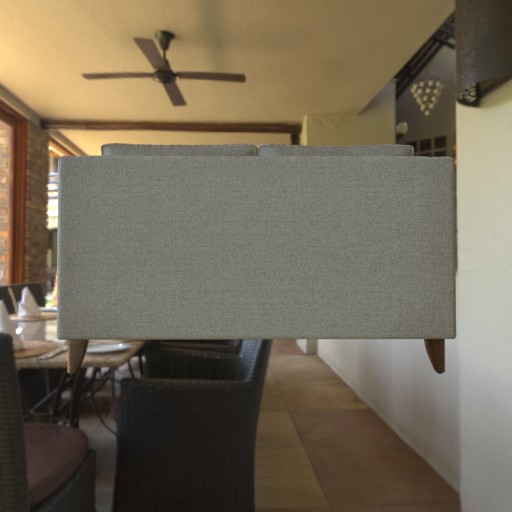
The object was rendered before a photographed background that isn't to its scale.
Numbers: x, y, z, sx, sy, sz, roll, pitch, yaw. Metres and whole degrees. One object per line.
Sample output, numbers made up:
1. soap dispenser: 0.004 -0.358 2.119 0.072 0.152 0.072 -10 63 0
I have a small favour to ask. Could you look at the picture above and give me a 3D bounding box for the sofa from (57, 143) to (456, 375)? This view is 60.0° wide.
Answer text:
1. sofa: 0.000 0.000 2.007 1.422 0.863 0.915 0 -1 -1
